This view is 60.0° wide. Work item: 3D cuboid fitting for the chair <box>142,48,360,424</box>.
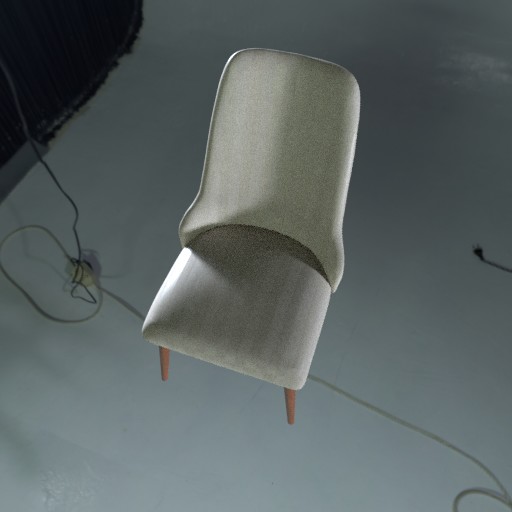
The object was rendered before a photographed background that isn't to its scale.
[{"bbox_3d":[0.000,0.000,1.338,0.526,0.917,0.684,16,60,9],"label":"chair"}]
